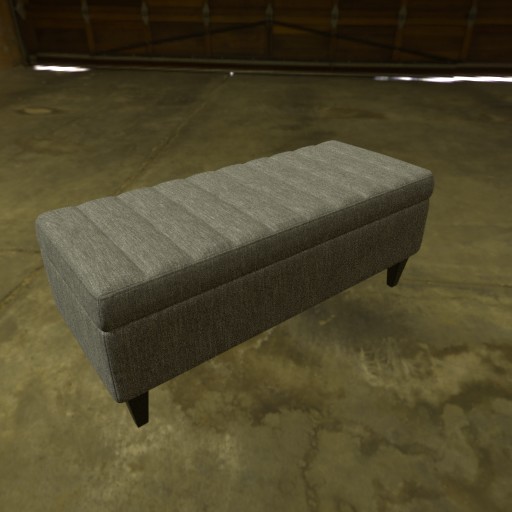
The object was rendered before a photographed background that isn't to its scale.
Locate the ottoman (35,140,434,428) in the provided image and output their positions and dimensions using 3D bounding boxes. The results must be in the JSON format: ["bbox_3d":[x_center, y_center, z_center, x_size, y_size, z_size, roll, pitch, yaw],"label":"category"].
[{"bbox_3d":[0.000,0.000,1.419,1.151,0.469,0.482,-22,37,-31],"label":"ottoman"}]
